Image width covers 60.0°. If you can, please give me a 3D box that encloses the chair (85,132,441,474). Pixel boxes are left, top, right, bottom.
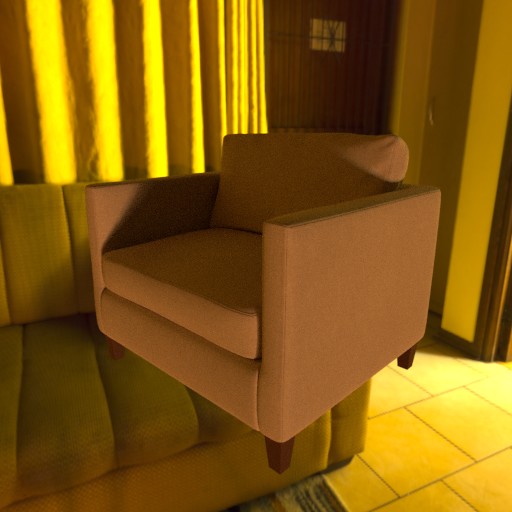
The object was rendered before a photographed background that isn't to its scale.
[{"bbox_3d":[0.000,0.000,1.797,1.107,0.961,0.959,15,22,42],"label":"chair"}]
